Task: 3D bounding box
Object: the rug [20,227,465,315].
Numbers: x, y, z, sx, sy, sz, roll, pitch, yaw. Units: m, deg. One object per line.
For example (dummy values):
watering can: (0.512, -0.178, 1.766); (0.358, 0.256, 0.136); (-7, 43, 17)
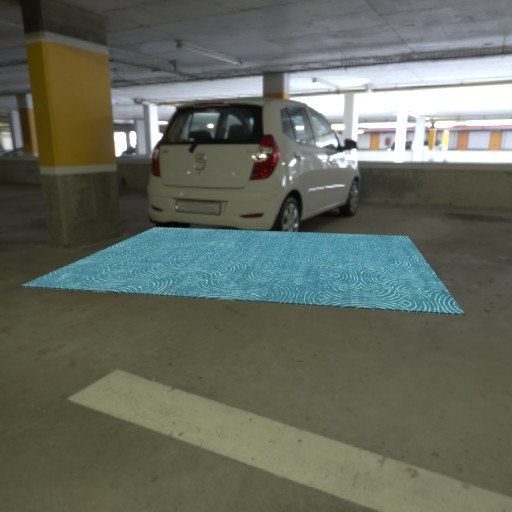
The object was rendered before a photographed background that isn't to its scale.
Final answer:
rug: (0.000, 0.000, 4.111); (3.033, 0.012, 2.432); (3, 14, 10)
